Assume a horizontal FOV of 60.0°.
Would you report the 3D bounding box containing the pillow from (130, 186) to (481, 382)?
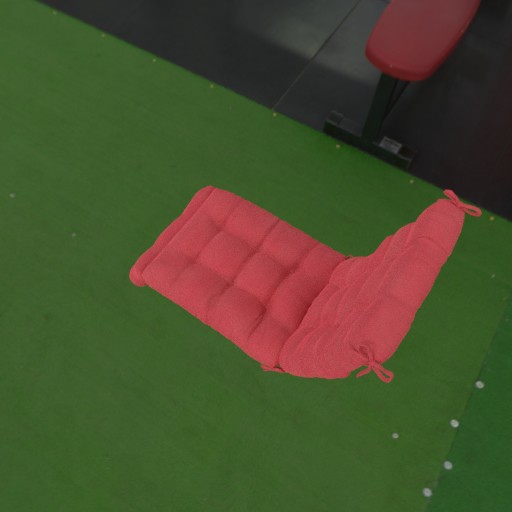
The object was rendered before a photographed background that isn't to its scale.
[{"bbox_3d":[0.000,0.000,1.492,1.016,0.863,0.526,32,68,15],"label":"pillow"}]
